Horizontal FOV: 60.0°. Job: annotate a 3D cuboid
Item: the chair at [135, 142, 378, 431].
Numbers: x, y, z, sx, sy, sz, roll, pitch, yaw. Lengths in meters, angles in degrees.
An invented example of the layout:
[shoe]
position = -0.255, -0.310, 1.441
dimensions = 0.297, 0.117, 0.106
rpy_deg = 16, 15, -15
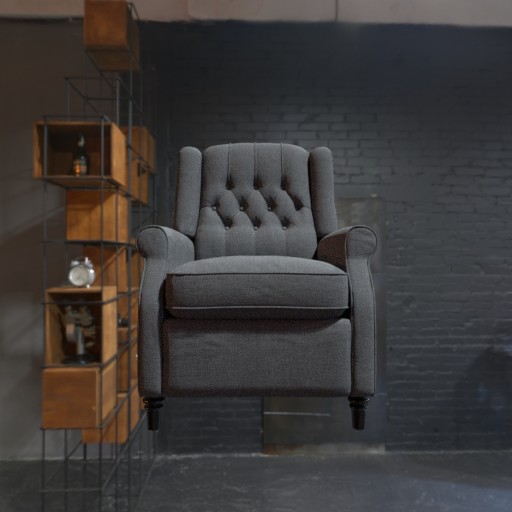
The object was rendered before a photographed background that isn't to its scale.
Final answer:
[chair]
position = 0.000, 0.000, 1.672
dimensions = 0.742, 1.035, 0.898
rpy_deg = 0, -1, 0
